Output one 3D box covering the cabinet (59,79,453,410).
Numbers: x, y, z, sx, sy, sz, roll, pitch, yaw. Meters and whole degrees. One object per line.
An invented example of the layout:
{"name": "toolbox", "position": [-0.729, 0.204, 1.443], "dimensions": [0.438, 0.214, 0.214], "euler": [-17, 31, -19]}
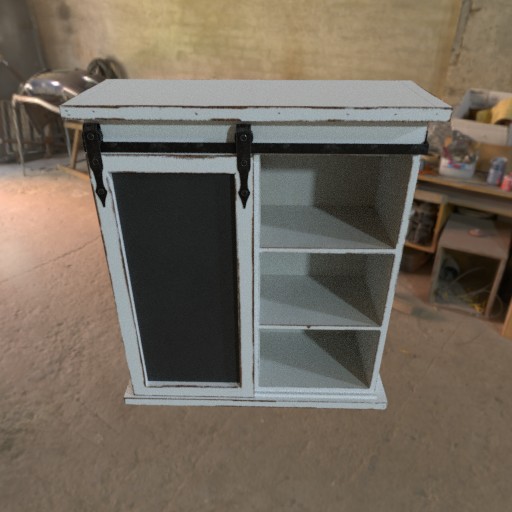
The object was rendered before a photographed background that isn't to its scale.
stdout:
{"name": "cabinet", "position": [0.000, 0.000, 0.851], "dimensions": [0.541, 0.603, 0.210], "euler": [1, 31, 1]}
